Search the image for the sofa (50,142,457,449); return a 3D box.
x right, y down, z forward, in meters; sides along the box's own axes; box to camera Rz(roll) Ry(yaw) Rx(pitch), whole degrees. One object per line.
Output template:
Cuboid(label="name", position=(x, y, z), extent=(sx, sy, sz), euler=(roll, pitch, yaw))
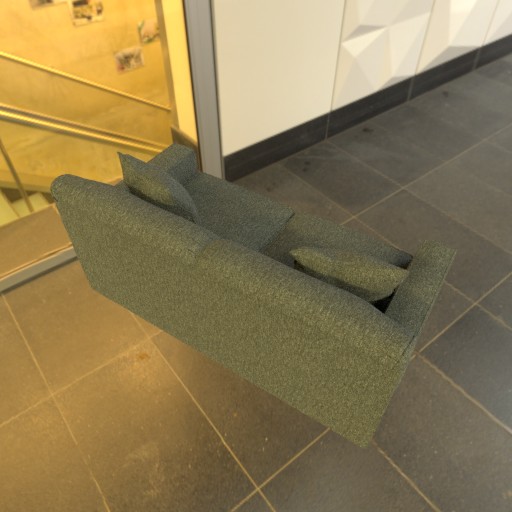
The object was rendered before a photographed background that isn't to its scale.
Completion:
Cuboid(label="sofa", position=(0.000, 0.000, 2.424), extent=(1.846, 0.958, 0.998), euler=(25, 51, 22))
